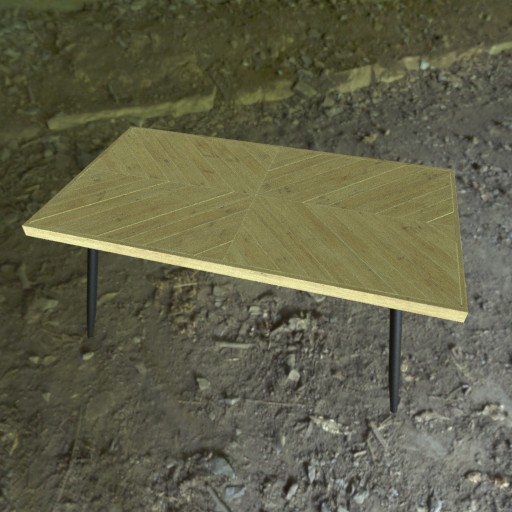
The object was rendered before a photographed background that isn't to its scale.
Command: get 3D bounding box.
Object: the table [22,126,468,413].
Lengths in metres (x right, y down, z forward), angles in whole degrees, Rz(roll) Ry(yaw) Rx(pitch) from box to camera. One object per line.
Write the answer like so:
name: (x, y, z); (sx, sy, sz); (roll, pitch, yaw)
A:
table: (0.000, 0.000, 2.324); (1.803, 0.762, 0.991); (11, 43, 12)
